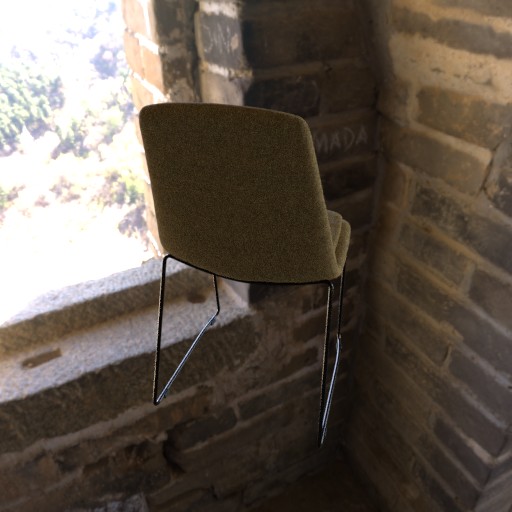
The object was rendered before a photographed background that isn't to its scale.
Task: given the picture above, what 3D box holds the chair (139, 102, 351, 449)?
[{"bbox_3d":[0.000,0.000,1.144,0.479,0.849,0.496,9,31,15],"label":"chair"}]
